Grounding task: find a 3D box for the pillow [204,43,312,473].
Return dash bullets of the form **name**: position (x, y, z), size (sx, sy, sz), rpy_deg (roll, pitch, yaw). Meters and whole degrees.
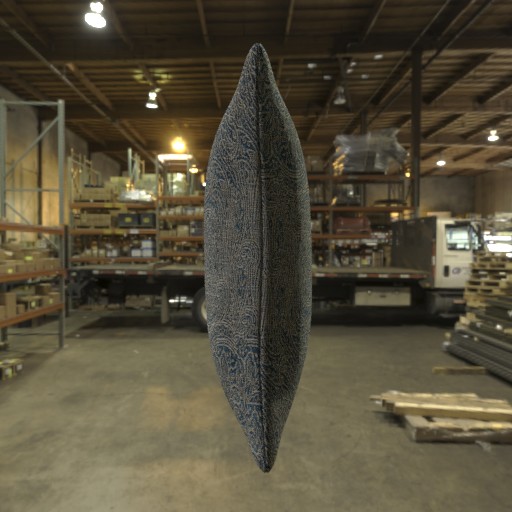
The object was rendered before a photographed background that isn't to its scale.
- **pillow**: position (0.000, 0.000, 0.772), size (0.166, 0.510, 0.523), rpy_deg (0, 1, -2)
